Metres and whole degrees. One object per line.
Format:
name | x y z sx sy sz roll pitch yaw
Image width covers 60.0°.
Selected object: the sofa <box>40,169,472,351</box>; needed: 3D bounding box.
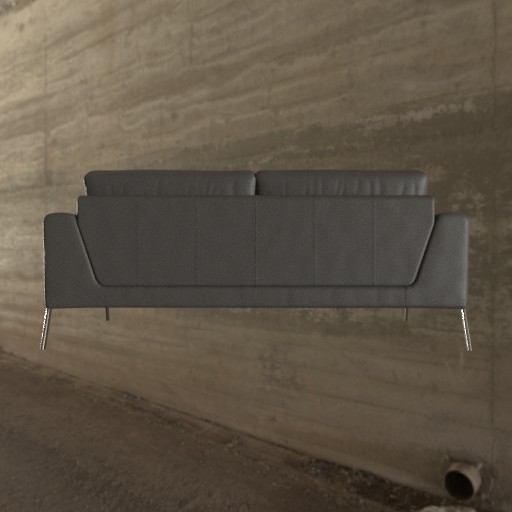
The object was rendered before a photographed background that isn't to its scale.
sofa | 0.000 0.000 2.529 2.017 0.875 0.953 0 0 0
